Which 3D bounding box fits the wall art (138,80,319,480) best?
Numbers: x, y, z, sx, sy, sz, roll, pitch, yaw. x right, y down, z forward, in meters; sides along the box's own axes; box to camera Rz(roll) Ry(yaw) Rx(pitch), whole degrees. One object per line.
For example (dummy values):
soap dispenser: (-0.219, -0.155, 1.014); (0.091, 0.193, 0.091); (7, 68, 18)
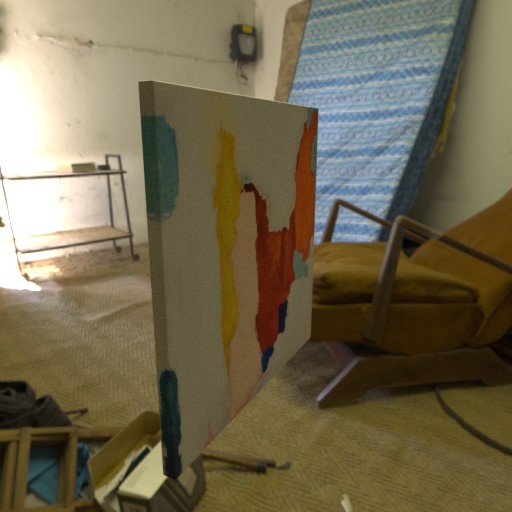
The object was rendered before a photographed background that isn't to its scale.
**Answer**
wall art: (0.000, 0.000, 1.516); (0.044, 1.017, 1.017); (8, 17, 27)
